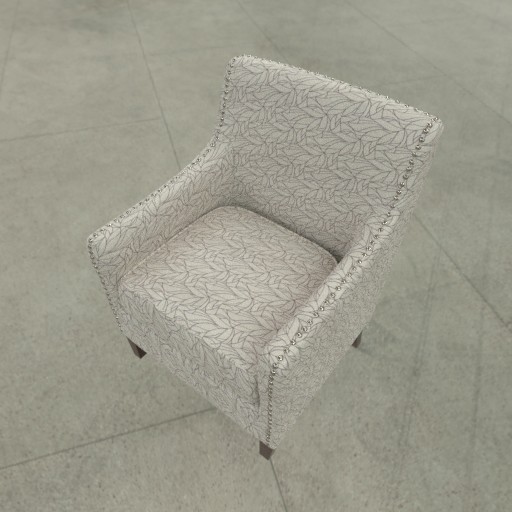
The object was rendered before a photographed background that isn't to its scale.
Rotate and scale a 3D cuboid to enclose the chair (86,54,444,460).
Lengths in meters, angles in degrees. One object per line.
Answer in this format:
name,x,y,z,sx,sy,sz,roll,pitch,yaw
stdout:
chair,0.000,0.000,1.254,0.623,0.816,0.651,29,53,25
